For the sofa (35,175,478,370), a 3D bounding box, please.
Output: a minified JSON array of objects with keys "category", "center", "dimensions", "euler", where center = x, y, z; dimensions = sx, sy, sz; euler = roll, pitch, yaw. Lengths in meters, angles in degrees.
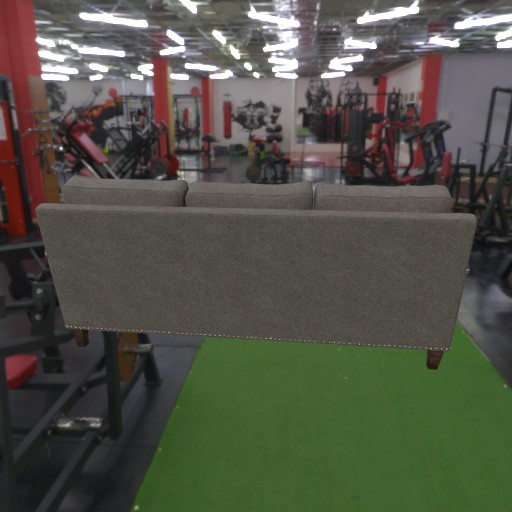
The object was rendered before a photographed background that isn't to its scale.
[{"category":"sofa","center":[0.000,0.000,2.770],"dimensions":[2.226,1.042,1.034],"euler":[2,17,7]}]
